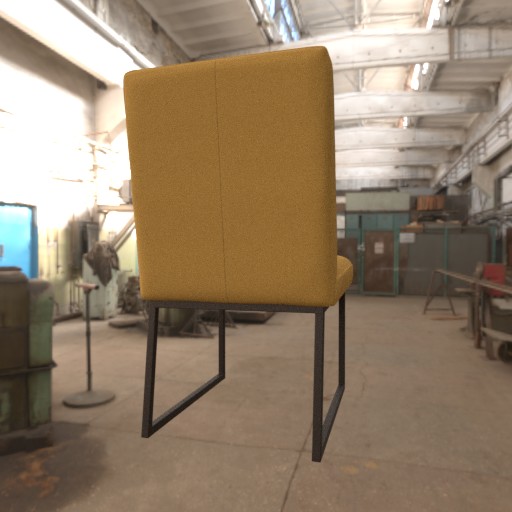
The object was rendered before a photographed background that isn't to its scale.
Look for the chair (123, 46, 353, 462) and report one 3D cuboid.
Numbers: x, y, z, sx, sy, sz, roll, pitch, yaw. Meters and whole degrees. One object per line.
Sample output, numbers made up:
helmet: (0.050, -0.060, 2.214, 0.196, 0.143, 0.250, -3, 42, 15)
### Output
chair: (0.000, 0.000, 1.311, 0.520, 0.930, 0.634, 0, 1, 17)
